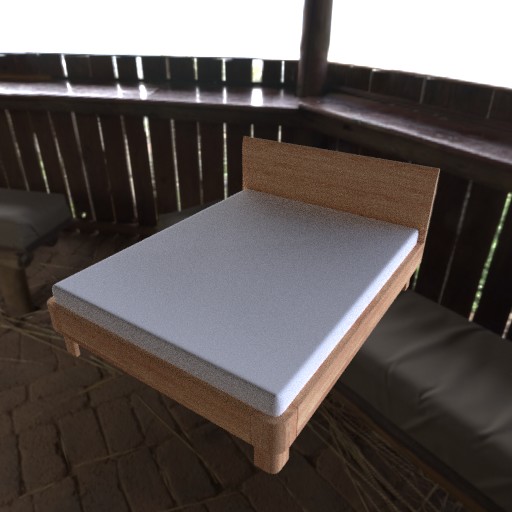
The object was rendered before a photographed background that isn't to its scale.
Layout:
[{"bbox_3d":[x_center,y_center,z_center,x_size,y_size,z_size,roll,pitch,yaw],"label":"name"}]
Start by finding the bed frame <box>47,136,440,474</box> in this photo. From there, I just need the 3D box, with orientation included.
[{"bbox_3d":[0.000,0.000,2.940,1.660,0.940,2.092,18,33,29],"label":"bed frame"}]
